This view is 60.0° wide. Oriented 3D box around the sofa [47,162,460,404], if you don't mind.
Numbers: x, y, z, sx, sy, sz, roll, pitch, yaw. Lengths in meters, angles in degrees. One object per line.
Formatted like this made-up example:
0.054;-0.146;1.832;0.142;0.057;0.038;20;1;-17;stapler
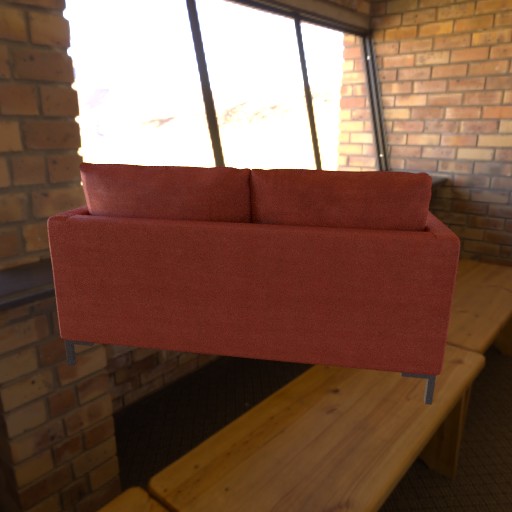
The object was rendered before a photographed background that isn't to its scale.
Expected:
0.000;0.000;2.094;1.574;0.896;0.864;3;17;9;sofa
